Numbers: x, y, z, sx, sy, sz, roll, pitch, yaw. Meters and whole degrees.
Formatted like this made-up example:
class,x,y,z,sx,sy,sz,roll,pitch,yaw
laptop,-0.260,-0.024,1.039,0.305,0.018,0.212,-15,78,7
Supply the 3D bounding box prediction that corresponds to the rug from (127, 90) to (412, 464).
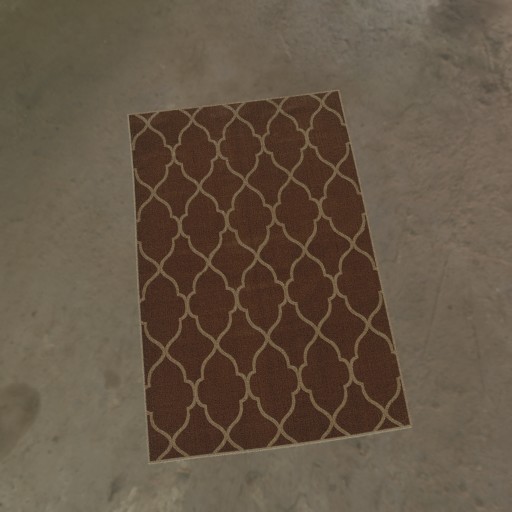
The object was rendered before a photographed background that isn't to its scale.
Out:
class,x,y,z,sx,sy,sz,roll,pitch,yaw
rug,0.000,0.000,2.834,1.528,0.014,2.294,-7,74,-2
